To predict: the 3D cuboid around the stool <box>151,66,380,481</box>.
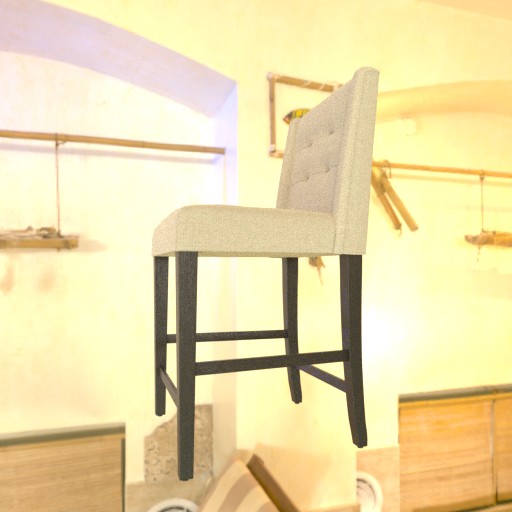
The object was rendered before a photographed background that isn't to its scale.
[{"bbox_3d":[0.000,0.000,1.202,0.509,0.939,0.474,1,-2,-19],"label":"stool"}]
